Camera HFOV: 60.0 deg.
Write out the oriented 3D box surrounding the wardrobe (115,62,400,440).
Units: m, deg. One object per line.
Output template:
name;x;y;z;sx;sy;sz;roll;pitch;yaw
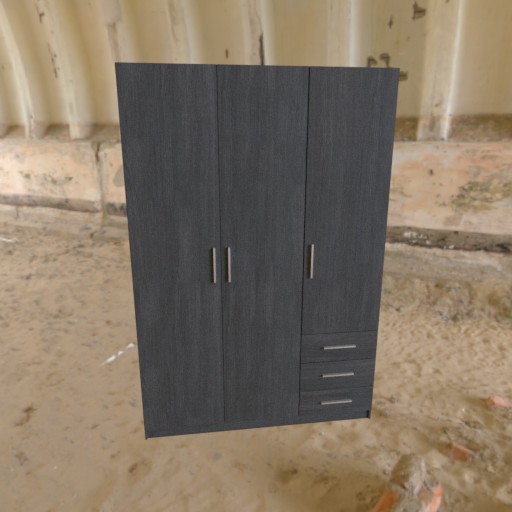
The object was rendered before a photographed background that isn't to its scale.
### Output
wardrobe;0.000;0.000;2.471;1.290;1.910;0.510;-2;16;-8
